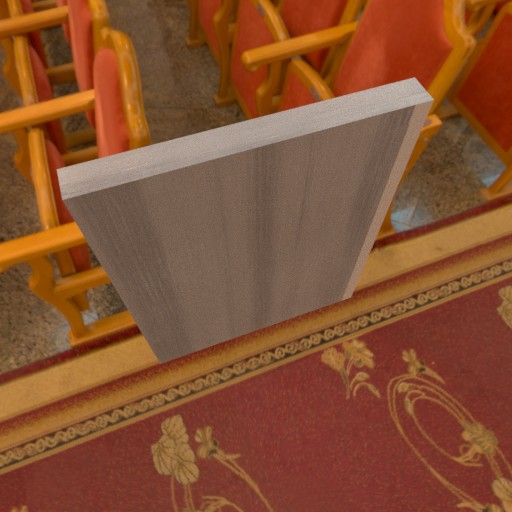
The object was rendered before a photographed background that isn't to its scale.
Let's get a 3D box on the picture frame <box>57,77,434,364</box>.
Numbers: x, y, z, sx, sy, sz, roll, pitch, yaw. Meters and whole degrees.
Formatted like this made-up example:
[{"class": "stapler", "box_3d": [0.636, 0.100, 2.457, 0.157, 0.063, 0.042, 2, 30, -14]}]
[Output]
[{"class": "picture frame", "box_3d": [0.000, 0.000, 0.752, 0.449, 0.555, 0.046, -18, 60, -10]}]
